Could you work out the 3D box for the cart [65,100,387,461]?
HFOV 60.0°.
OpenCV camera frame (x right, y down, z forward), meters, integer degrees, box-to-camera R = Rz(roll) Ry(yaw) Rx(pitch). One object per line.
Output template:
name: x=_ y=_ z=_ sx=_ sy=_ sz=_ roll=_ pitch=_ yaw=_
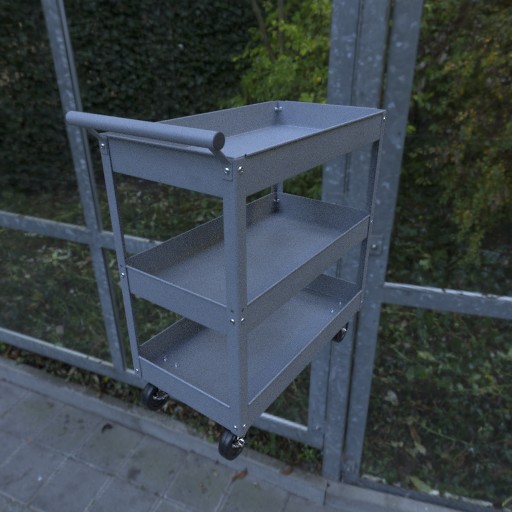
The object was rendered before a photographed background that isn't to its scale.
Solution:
cart: x=0.000 y=0.000 z=1.163 sx=0.366 sy=0.780 sz=0.719 roll=17 pitch=31 yaw=32
